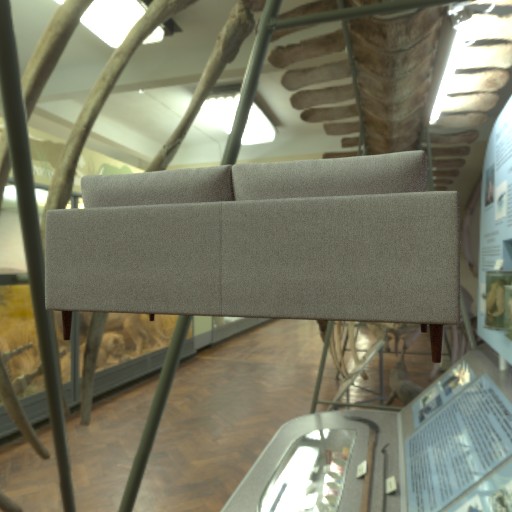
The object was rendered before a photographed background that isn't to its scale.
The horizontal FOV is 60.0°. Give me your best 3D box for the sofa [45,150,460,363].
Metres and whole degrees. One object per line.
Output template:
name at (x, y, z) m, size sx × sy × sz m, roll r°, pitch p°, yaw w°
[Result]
sofa at (0.000, 0.000, 2.431) m, size 1.948 × 0.868 × 1.020 m, roll 0°, pitch -1°, yaw 18°
